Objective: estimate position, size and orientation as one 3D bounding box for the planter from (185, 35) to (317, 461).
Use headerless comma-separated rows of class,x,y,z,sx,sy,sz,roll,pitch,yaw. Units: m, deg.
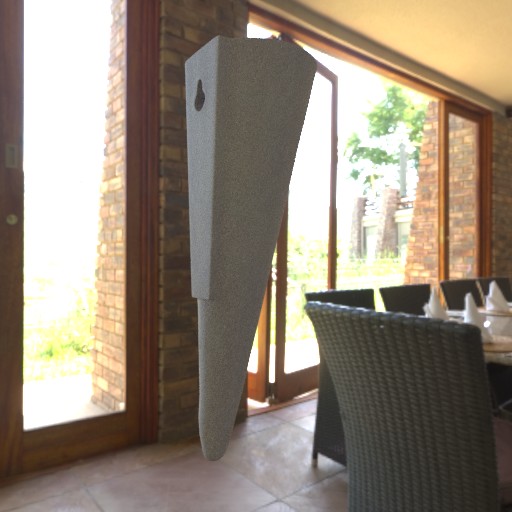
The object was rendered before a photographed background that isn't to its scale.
planter,0.000,0.000,0.301,0.087,0.259,0.078,0,0,-35
